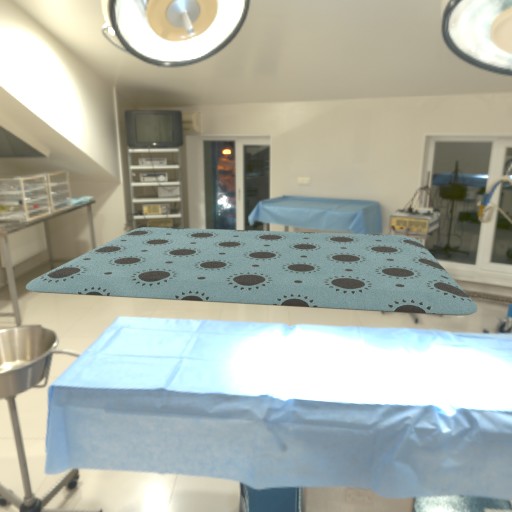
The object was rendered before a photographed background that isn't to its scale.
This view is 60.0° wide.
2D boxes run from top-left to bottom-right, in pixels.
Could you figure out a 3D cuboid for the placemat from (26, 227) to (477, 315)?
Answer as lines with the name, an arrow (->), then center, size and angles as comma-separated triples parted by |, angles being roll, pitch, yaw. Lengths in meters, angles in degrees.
placemat -> 0.000, 0.000, 0.951 | 0.762, 0.021, 0.508 | 2, 16, 8
